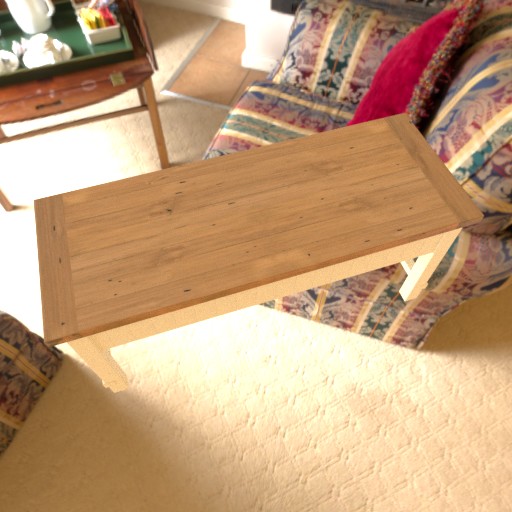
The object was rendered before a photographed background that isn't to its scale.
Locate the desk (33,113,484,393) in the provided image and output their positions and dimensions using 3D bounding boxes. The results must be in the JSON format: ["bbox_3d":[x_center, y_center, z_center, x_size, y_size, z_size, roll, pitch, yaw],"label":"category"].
[{"bbox_3d":[0.000,0.000,2.216,1.803,0.762,0.688,-16,58,-10],"label":"desk"}]
